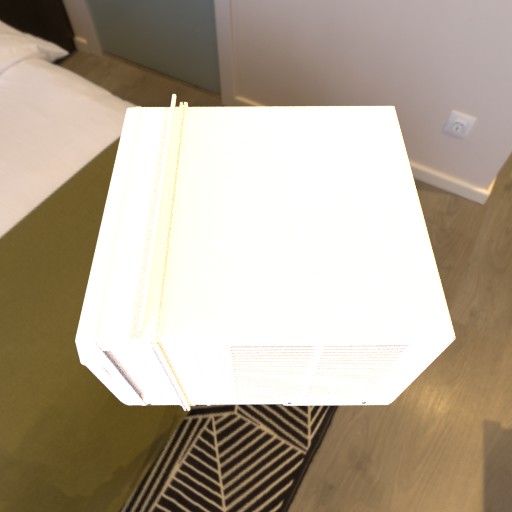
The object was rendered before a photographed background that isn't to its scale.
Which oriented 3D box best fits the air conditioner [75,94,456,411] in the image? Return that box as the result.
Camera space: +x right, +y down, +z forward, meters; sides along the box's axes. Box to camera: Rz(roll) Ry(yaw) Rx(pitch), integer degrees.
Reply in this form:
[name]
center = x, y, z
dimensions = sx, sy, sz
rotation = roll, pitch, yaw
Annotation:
[air conditioner]
center = 0.000, 0.000, 0.871
dimensions = 0.546, 0.388, 0.503
rotation = 0, 57, 0
